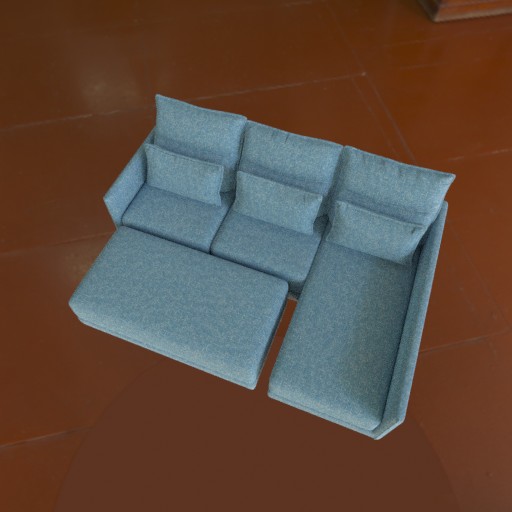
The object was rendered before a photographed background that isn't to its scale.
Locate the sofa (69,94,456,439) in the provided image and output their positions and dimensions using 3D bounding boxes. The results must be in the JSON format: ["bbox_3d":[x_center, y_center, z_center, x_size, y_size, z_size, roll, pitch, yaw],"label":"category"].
[{"bbox_3d":[0.000,0.000,2.748,2.034,0.899,1.420,18,60,11],"label":"sofa"}]
